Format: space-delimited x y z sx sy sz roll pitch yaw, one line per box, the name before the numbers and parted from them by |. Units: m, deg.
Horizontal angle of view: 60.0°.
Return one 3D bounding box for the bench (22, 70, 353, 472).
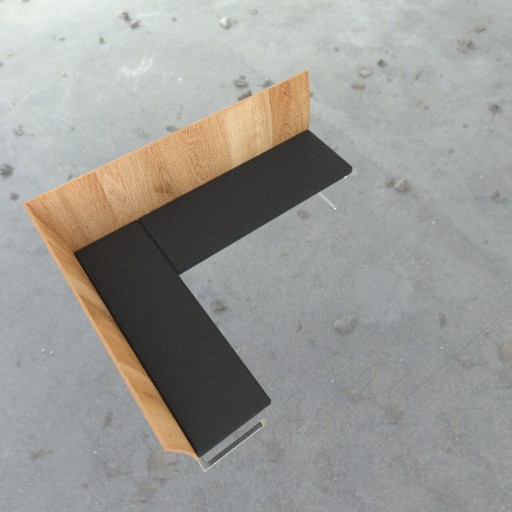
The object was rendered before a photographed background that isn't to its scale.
bench | 0.000 0.000 2.696 1.945 0.930 1.495 -32 62 -19
